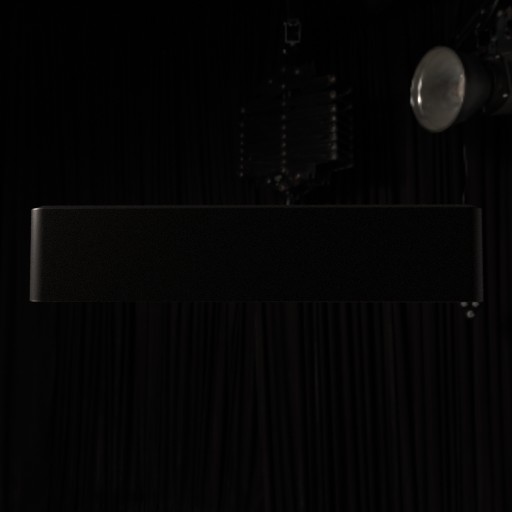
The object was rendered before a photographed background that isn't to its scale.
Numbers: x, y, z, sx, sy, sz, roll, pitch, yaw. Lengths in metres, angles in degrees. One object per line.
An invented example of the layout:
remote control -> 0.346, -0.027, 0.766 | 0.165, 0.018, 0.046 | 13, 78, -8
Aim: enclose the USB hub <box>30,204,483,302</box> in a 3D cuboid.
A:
USB hub -> 0.000, 0.000, 0.126 | 0.110, 0.023, 0.044 | 0, -2, 1
